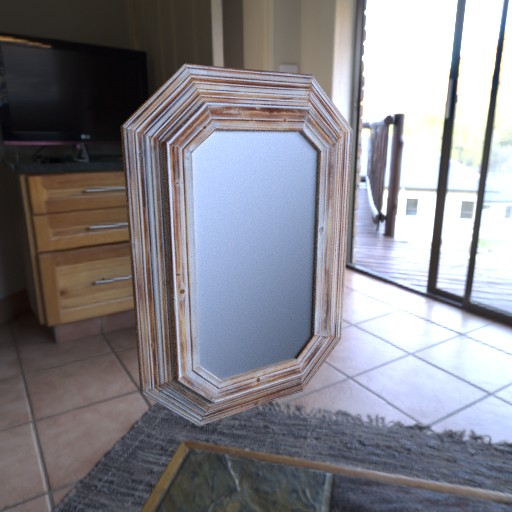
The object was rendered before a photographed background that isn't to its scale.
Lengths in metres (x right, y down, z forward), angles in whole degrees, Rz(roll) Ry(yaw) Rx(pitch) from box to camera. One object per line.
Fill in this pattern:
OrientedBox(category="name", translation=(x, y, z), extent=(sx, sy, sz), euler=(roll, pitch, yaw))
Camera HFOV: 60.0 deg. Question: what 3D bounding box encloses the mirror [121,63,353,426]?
OrientedBox(category="mirror", translation=(0.000, 0.000, 1.292), extent=(0.709, 1.015, 0.061), euler=(-8, 17, -29))
